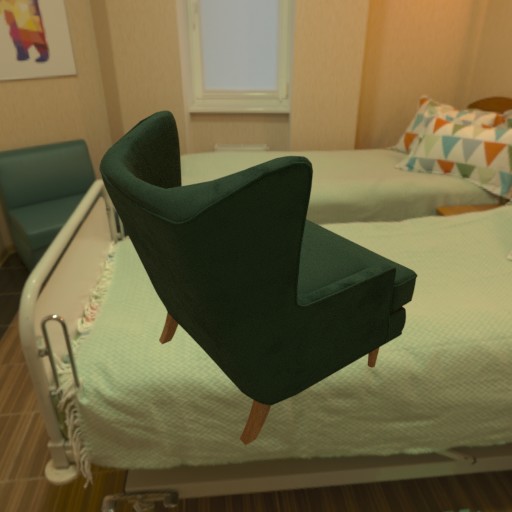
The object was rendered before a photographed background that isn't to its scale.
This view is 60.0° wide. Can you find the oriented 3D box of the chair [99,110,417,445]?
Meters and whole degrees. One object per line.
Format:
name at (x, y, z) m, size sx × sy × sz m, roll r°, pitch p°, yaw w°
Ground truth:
chair at (0.000, 0.000, 1.622) m, size 0.910 × 0.952 × 0.793 m, roll -19°, pitch 34°, yaw -31°
